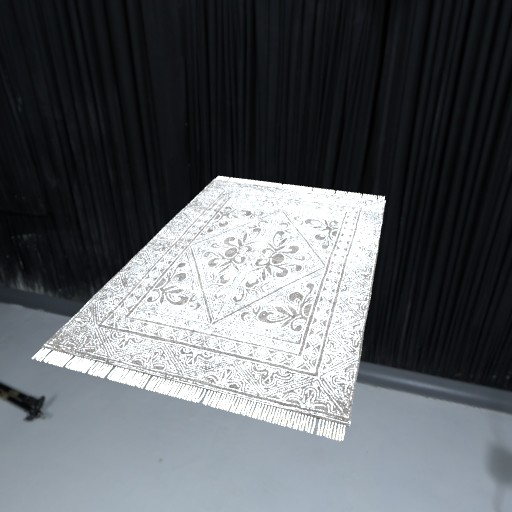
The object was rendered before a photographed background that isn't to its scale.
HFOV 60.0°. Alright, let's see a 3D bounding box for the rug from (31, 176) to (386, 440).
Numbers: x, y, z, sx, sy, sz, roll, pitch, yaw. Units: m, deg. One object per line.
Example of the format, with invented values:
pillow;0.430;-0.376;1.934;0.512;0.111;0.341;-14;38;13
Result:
rug;0.000;0.000;2.935;1.529;0.010;2.440;10;33;15
